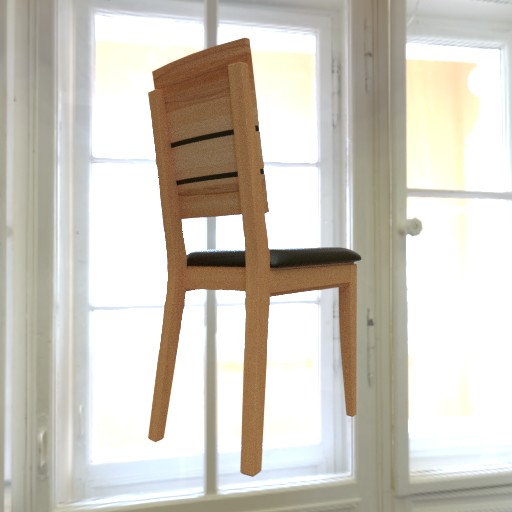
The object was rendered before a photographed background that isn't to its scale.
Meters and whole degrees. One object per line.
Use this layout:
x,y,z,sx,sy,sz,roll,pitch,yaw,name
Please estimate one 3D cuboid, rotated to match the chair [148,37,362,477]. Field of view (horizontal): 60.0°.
0.000,0.000,1.228,0.410,0.940,0.520,0,0,36,chair
